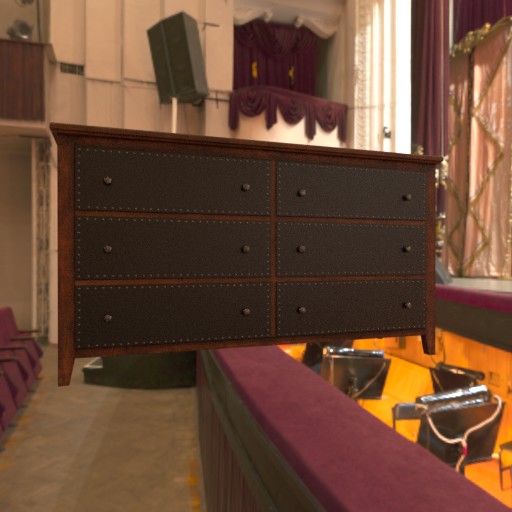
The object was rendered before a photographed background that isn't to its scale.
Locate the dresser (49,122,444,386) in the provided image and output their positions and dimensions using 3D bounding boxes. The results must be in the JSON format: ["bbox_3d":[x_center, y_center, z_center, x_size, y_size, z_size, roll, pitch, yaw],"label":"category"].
[{"bbox_3d":[0.000,0.000,1.880,1.551,0.856,0.463,0,0,-18],"label":"dresser"}]
